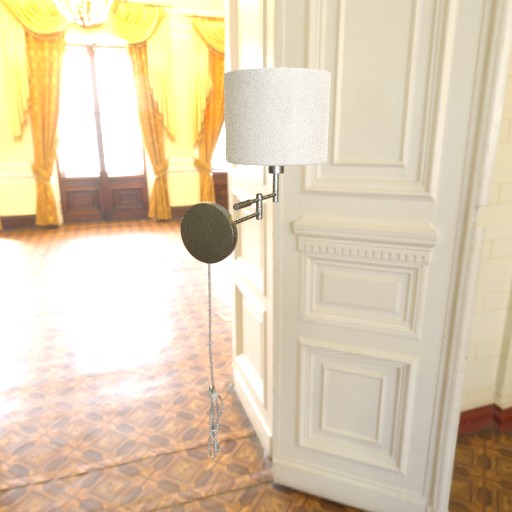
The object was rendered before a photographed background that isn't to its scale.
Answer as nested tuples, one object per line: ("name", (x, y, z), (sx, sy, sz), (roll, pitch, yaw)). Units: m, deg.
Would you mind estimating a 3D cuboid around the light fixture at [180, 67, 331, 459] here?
("light fixture", (0.000, 0.000, 1.074), (0.253, 0.842, 0.479), (8, 18, 25))
